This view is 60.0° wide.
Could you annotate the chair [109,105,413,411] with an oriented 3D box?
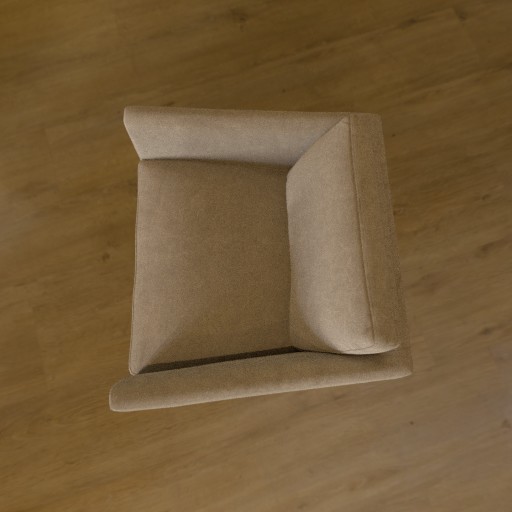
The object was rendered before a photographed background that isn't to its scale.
[{"bbox_3d":[0.000,0.000,1.895,1.091,0.845,1.190,-2,74,-1],"label":"chair"}]
